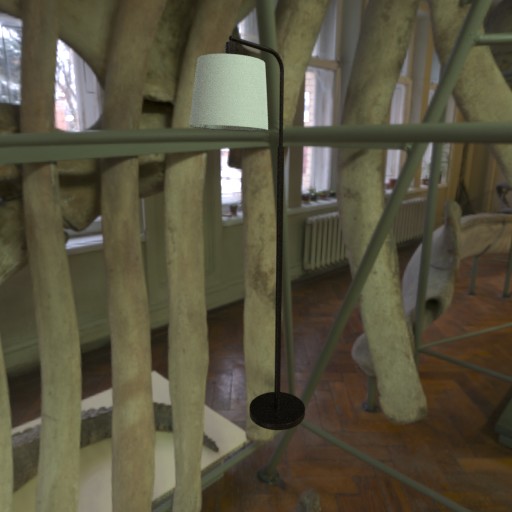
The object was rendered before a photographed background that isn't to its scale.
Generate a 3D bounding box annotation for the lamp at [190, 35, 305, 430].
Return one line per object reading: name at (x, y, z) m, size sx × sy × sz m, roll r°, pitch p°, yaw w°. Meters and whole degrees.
lamp at (0.000, 0.000, 1.664) m, size 0.254 × 1.478 × 0.508 m, roll 15°, pitch 21°, yaw 43°
